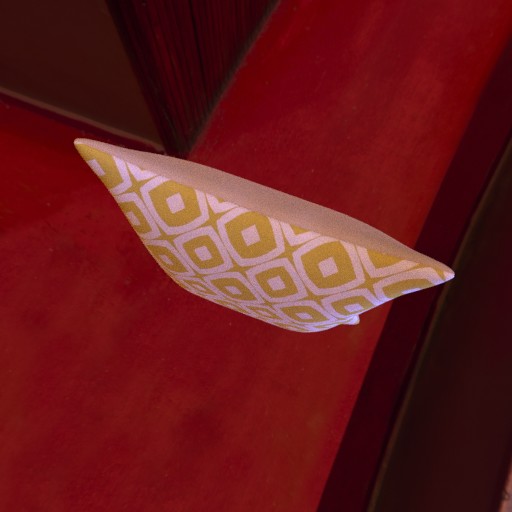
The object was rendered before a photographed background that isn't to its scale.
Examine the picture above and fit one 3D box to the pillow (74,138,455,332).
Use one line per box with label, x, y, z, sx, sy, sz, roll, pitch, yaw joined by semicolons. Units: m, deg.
pillow;0.000;0.000;0.784;0.504;0.494;0.188;20;76;5
